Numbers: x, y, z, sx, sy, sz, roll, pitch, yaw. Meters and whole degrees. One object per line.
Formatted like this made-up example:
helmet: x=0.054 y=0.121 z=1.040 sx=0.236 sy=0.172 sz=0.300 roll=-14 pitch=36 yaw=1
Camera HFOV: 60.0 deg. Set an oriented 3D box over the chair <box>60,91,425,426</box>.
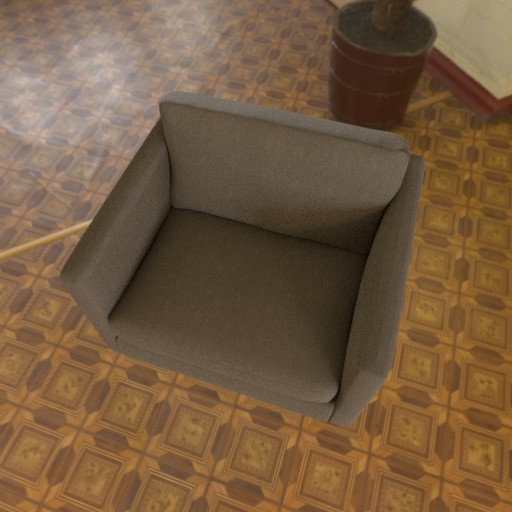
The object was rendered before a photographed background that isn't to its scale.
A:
chair: x=0.000 y=0.000 z=1.791 sx=1.107 sy=0.963 sz=0.959 roll=15 pitch=59 yaw=10
